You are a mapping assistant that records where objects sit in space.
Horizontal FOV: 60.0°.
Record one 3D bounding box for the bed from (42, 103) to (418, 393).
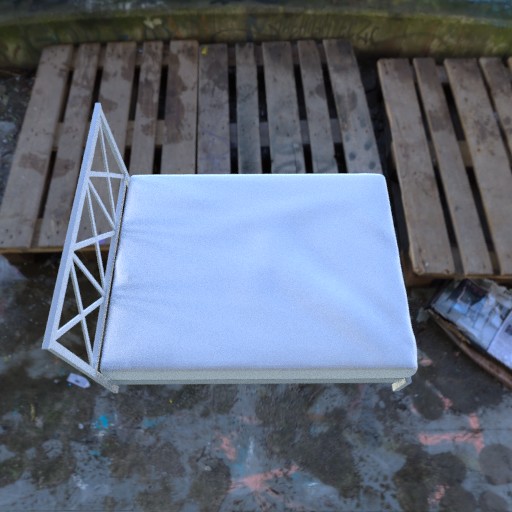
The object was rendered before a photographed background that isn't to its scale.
[{"bbox_3d":[0.000,0.000,3.138,2.135,1.253,1.673,0,63,0],"label":"bed"}]
